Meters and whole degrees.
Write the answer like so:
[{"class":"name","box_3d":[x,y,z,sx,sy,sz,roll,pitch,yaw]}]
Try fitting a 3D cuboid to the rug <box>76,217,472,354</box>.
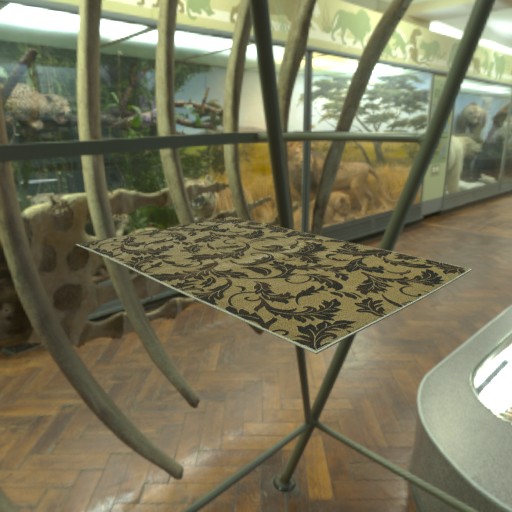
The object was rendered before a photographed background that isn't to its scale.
[{"class":"rug","box_3d":[0.000,0.000,3.000,1.522,0.008,2.284,-15,22,-42]}]
